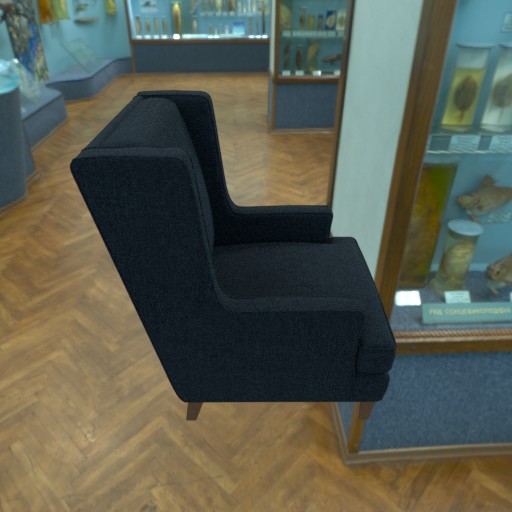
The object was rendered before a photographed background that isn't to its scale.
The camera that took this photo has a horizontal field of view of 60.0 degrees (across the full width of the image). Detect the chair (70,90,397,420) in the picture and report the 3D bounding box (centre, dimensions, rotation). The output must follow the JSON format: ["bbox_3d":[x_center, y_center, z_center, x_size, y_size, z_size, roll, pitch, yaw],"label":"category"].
[{"bbox_3d":[0.000,0.000,1.708,0.947,1.072,0.764,0,32,0],"label":"chair"}]
